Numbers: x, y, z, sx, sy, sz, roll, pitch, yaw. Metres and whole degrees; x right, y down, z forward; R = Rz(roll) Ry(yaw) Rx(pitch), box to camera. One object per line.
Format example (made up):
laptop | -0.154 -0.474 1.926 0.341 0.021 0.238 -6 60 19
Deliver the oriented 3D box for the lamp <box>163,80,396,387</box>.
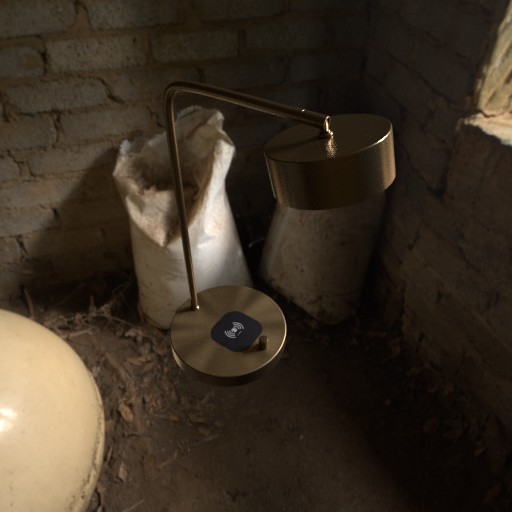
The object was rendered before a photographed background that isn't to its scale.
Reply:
lamp | 0.000 0.000 0.521 0.270 0.380 0.171 25 47 25
